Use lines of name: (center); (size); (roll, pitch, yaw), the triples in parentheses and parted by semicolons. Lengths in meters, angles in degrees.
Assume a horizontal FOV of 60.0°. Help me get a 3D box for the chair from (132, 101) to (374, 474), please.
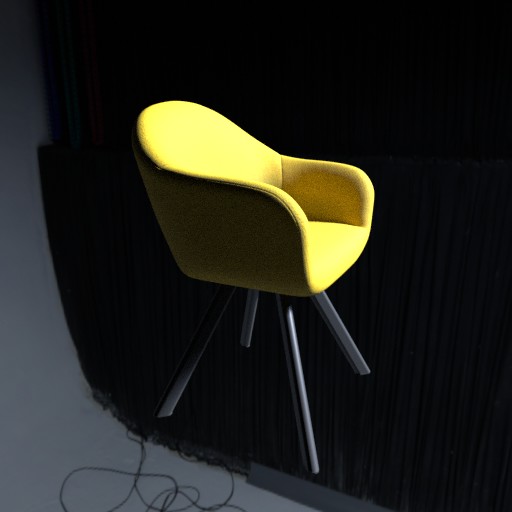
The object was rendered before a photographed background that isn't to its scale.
chair: (0.000, 0.000, 1.185); (0.550, 0.795, 0.590); (8, 17, 26)
